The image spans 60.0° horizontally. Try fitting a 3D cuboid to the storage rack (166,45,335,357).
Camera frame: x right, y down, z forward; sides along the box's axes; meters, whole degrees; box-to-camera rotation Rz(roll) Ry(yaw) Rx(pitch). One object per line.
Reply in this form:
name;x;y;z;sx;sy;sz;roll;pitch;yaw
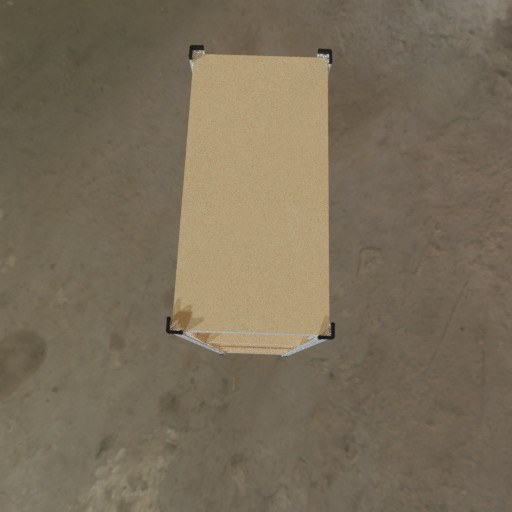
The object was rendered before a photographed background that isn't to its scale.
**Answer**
storage rack;0.000;0.000;2.187;0.457;1.829;0.914;2;76;0
